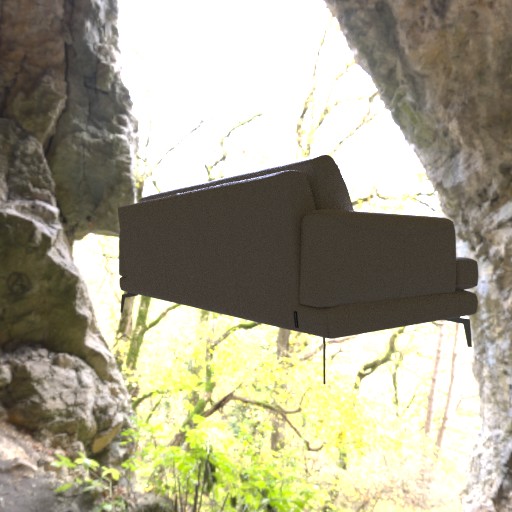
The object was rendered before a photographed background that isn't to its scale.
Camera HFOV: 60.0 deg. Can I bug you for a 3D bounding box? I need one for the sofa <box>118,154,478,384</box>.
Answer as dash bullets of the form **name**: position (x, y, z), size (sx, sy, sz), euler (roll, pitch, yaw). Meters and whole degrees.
- **sofa**: position (0.000, 0.000, 2.383), size (0.974, 0.765, 1.940), euler (-1, 1, -36)
